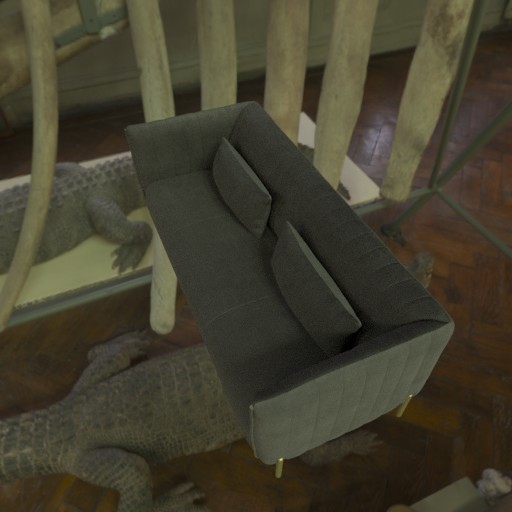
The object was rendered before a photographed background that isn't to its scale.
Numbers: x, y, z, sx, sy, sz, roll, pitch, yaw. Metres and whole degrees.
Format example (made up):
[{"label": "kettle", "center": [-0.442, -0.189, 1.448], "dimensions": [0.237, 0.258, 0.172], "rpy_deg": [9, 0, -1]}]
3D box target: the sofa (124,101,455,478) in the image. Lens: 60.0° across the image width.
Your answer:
[{"label": "sofa", "center": [0.000, 0.000, 2.431], "dimensions": [0.876, 0.780, 1.980], "rpy_deg": [-18, 50, -16]}]
